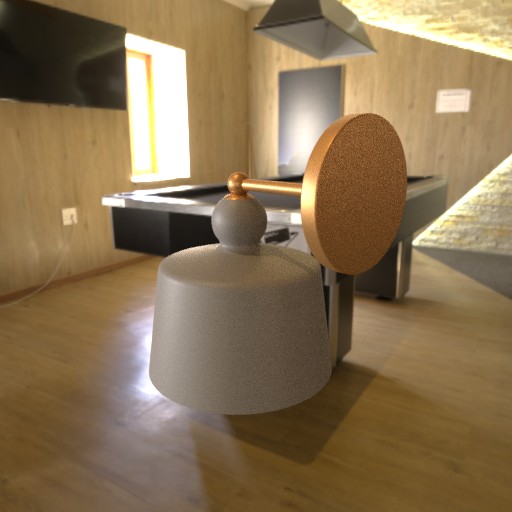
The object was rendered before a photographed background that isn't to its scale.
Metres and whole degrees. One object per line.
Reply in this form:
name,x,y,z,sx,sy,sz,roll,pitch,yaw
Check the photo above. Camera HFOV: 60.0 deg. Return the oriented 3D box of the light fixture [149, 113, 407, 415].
light fixture,0.000,0.000,0.454,0.204,0.268,0.254,-13,19,-41
